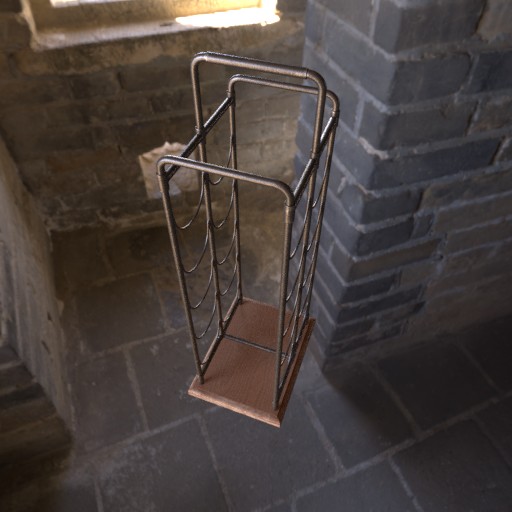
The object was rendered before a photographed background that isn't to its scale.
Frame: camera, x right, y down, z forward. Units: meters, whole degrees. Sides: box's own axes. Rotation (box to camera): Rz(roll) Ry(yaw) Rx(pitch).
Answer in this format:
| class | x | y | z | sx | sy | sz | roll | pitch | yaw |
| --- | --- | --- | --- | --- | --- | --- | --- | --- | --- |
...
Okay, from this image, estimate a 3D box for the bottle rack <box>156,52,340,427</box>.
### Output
| class | x | y | z | sx | sy | sz | roll | pitch | yaw |
| --- | --- | --- | --- | --- | --- | --- | --- | --- | --- |
| bottle rack | 0.000 | 0.000 | 0.771 | 0.208 | 0.680 | 0.276 | 15 | 49 | 14 |
